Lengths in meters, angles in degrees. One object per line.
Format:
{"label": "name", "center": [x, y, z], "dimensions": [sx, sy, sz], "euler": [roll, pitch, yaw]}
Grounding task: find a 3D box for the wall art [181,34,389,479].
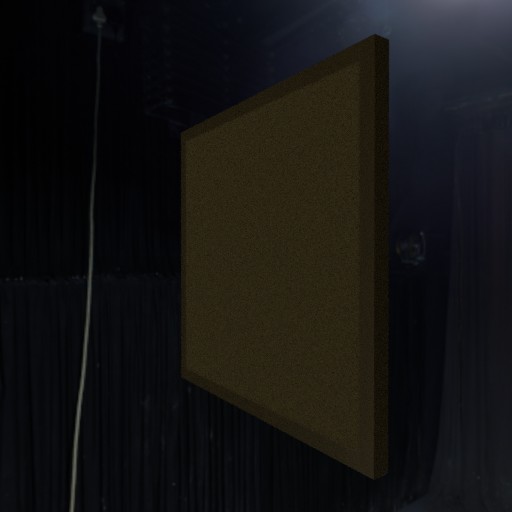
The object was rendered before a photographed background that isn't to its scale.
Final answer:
{"label": "wall art", "center": [0.000, 0.000, 2.745], "dimensions": [0.097, 1.936, 1.935], "euler": [0, 1, -35]}
